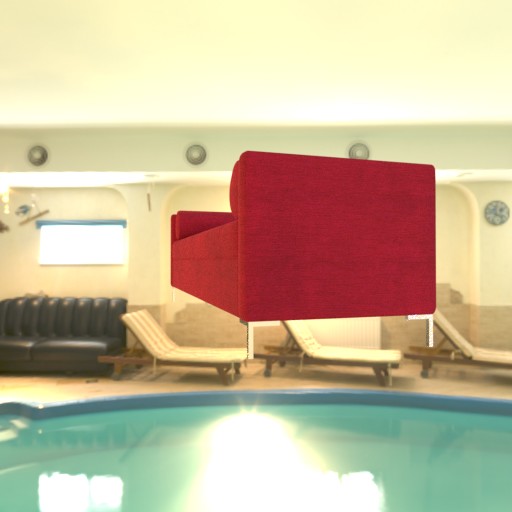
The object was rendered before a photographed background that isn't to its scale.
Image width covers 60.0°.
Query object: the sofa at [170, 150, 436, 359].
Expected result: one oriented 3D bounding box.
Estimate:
[{"bbox_3d":[0.000,0.000,2.349,0.686,0.635,1.981,0,-1,-17],"label":"sofa"}]
